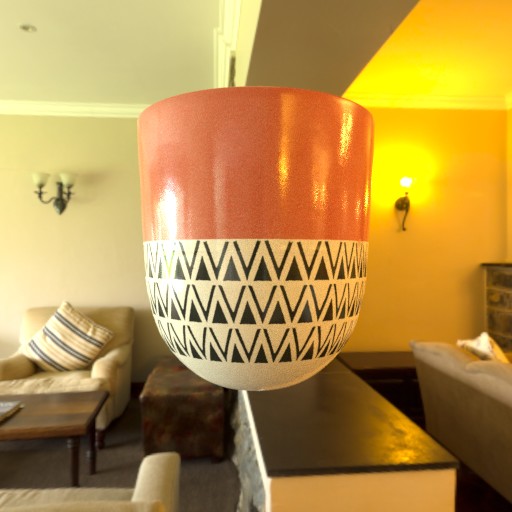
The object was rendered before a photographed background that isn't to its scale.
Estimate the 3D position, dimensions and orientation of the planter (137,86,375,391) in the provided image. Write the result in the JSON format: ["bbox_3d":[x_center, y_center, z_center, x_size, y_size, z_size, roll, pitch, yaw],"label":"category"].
[{"bbox_3d":[0.000,0.000,0.376,0.195,0.214,0.195,0,0,0],"label":"planter"}]
